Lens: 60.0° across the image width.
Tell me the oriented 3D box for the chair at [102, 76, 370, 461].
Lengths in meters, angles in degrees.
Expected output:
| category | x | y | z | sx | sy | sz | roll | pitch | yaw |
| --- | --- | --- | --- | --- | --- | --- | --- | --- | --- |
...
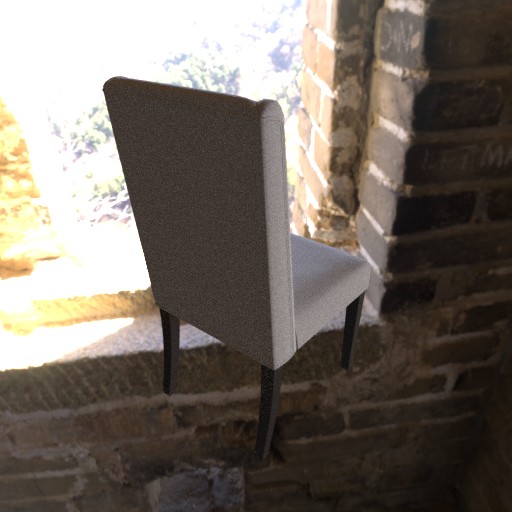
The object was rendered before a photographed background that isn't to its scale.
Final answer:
| category | x | y | z | sx | sy | sz | roll | pitch | yaw |
| --- | --- | --- | --- | --- | --- | --- | --- | --- | --- |
| chair | 0.000 | 0.000 | 1.232 | 0.474 | 0.961 | 0.523 | 22 | 37 | 32 |
